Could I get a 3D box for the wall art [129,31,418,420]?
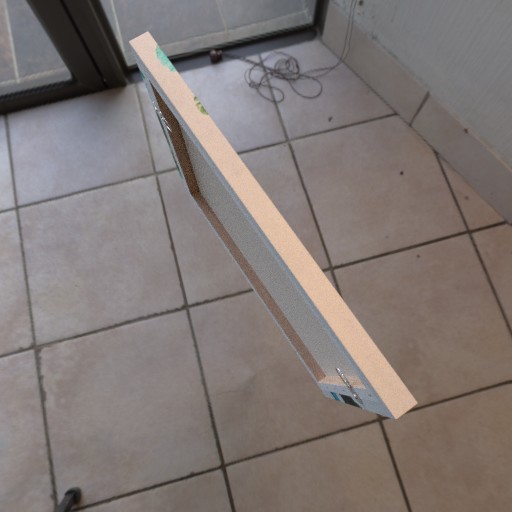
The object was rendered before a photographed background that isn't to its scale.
[{"bbox_3d":[0.000,0.000,0.955,0.043,0.610,0.711,-33,78,-8],"label":"wall art"}]
